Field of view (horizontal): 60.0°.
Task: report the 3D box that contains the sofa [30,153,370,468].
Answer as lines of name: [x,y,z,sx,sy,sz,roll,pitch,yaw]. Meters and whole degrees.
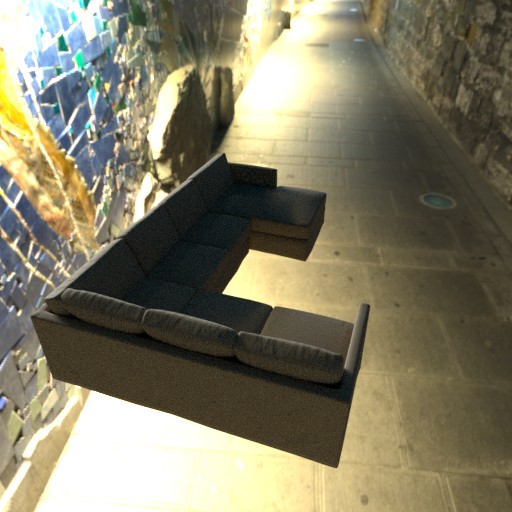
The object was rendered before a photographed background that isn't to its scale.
sofa: [0.000,0.000,4.504,2.427,0.882,3.460,11,35,16]
